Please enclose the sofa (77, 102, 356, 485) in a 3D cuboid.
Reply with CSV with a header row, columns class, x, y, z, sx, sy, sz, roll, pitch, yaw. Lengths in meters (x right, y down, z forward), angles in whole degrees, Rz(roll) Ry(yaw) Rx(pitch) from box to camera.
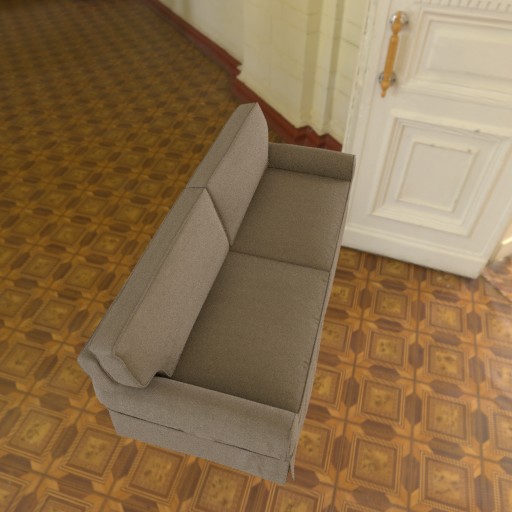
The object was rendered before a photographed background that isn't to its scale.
class,x,y,z,sx,sy,sz,roll,pitch,yaw
sofa,0.000,0.000,2.690,0.991,0.943,2.248,12,47,11
